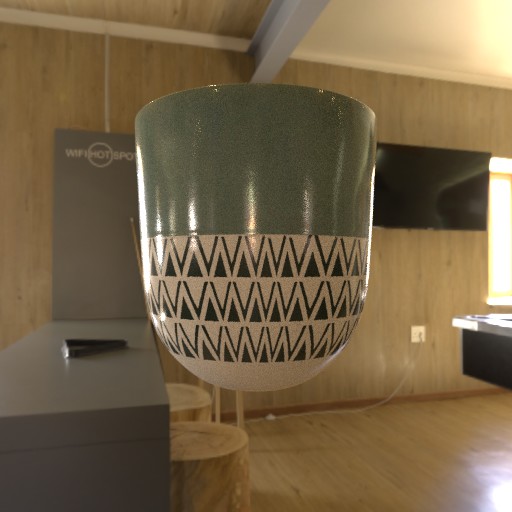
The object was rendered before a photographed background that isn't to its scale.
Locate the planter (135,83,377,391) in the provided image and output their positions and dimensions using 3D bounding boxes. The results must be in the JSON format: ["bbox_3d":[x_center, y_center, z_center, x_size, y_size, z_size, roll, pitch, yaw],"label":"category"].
[{"bbox_3d":[0.000,0.000,0.374,0.198,0.214,0.198,0,-1,0],"label":"planter"}]
